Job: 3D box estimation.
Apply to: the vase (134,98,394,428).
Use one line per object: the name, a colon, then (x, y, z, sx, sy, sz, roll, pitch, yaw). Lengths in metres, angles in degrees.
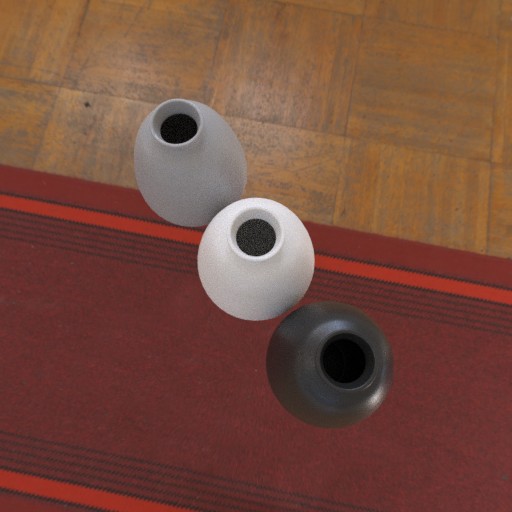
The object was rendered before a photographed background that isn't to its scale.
vase: (0.000, 0.000, 0.354, 0.097, 0.122, 0.297, -34, 78, -8)
